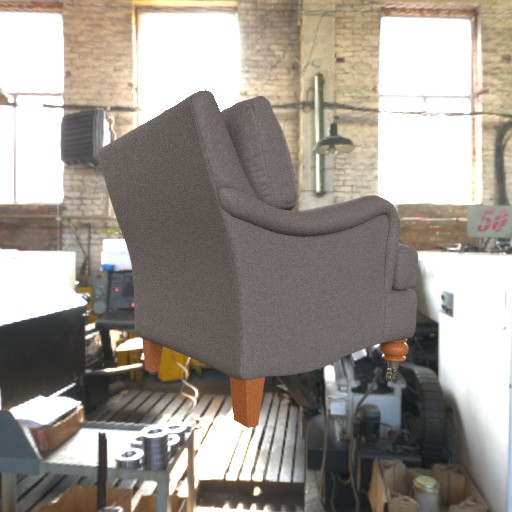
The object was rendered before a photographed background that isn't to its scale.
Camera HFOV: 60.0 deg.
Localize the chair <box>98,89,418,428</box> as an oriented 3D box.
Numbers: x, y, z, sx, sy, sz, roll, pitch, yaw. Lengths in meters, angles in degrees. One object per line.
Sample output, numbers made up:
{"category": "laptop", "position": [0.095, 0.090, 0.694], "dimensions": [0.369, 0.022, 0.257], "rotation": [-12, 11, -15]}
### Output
{"category": "chair", "position": [0.000, 0.000, 1.879], "dimensions": [1.070, 1.038, 0.955], "rotation": [-1, 1, -36]}
